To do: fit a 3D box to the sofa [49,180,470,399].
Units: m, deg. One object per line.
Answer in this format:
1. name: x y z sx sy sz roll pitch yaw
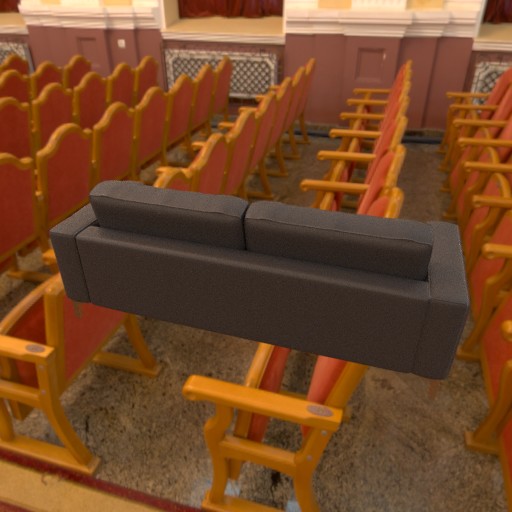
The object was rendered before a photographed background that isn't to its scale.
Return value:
1. sofa: 0.000 0.000 2.663 2.275 0.893 0.833 10 33 15
